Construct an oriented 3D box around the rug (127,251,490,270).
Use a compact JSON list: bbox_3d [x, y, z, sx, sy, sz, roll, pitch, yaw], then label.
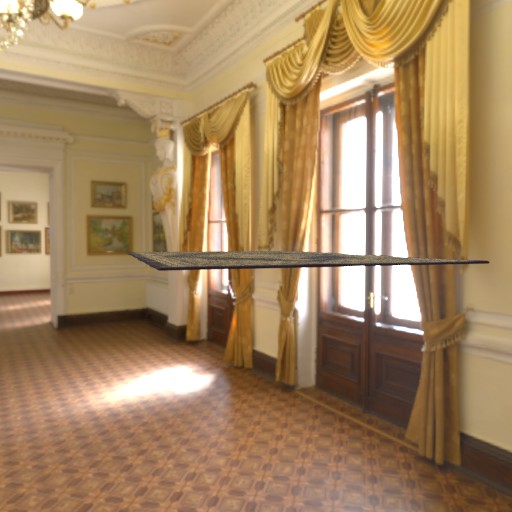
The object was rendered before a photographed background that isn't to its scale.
[{"bbox_3d":[0.000,0.000,2.248,1.184,0.012,1.781,-1,2,-19],"label":"rug"}]
